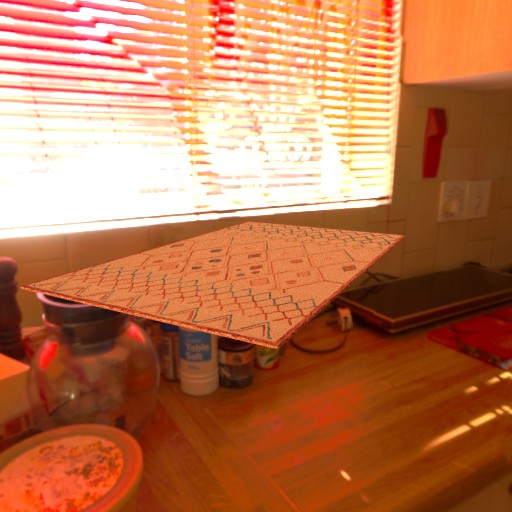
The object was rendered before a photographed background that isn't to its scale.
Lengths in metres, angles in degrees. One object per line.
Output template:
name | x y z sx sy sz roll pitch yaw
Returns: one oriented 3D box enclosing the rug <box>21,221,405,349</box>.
rug | 0.000 0.000 3.037 1.524 0.015 2.438 7 16 28
